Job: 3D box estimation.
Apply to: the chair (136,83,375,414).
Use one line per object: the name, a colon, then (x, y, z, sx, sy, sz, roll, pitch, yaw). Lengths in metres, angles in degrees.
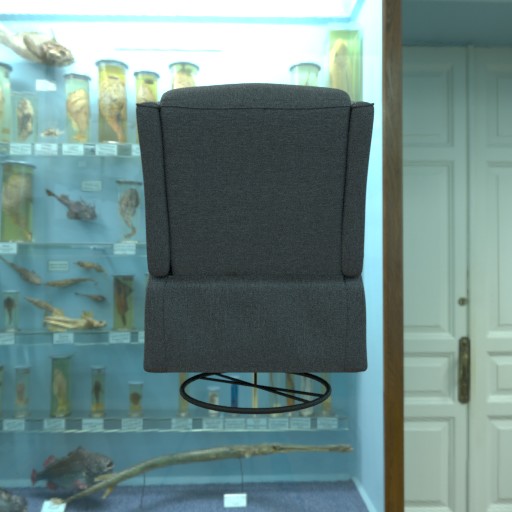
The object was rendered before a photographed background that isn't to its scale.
chair: (0.000, 0.000, 1.696, 0.847, 1.011, 0.969, 0, -1, 0)
